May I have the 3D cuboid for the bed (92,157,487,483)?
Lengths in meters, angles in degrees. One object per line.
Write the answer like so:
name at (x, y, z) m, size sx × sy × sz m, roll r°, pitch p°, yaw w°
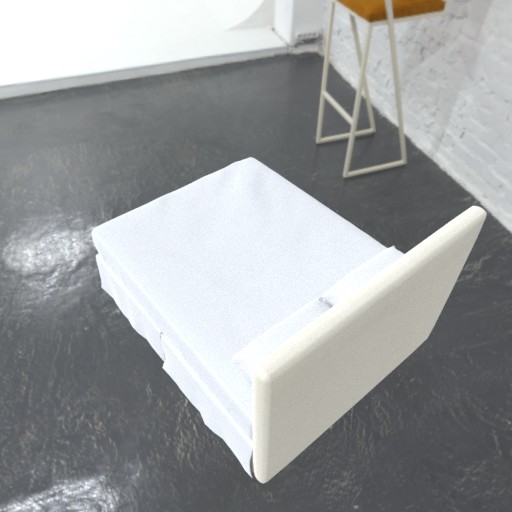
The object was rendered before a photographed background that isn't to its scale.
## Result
bed at (0.000, 0.000, 3.138) m, size 1.713 × 1.330 × 2.142 m, roll -30°, pitch 53°, yaw -27°
